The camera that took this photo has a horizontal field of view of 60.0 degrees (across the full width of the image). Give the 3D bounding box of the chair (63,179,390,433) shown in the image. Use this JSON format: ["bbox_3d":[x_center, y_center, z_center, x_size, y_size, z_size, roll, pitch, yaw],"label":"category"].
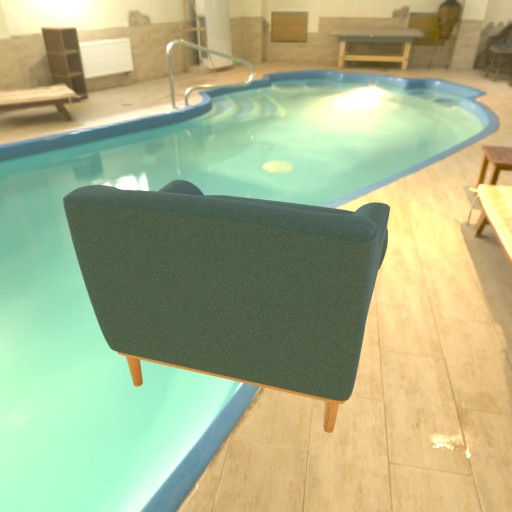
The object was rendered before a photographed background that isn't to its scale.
[{"bbox_3d":[0.000,0.000,1.641,0.946,0.818,0.951,9,33,14],"label":"chair"}]
